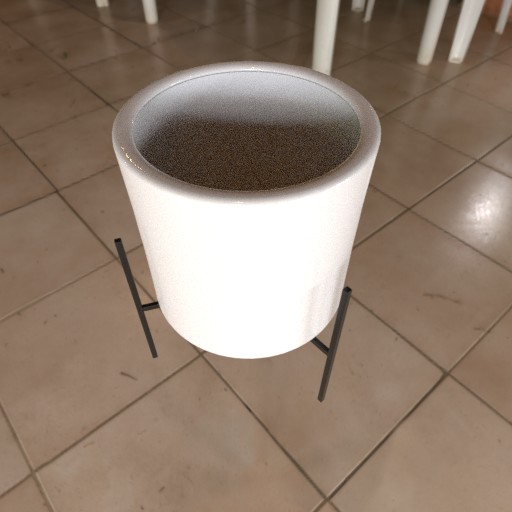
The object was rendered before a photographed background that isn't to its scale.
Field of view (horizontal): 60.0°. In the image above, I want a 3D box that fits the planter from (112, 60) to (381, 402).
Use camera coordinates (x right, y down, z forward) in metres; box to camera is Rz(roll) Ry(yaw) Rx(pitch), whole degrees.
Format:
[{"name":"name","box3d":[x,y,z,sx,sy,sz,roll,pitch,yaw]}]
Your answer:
[{"name":"planter","box3d":[0.000,0.000,0.714,0.360,0.480,0.361,-33,55,-27]}]
